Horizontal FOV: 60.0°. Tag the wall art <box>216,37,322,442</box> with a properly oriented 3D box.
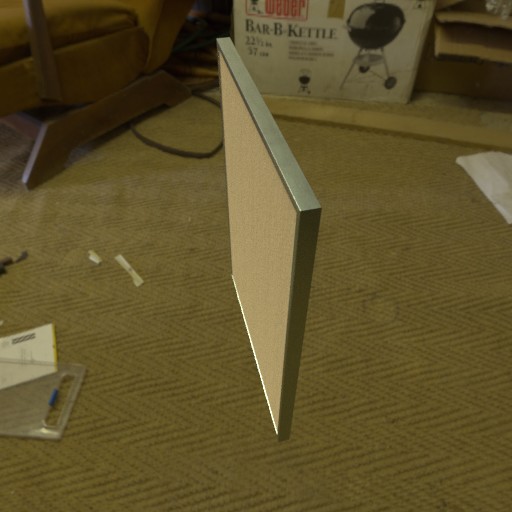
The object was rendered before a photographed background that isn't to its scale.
[{"bbox_3d":[0.000,0.000,1.435,0.041,1.062,0.803,-10,47,-10],"label":"wall art"}]
